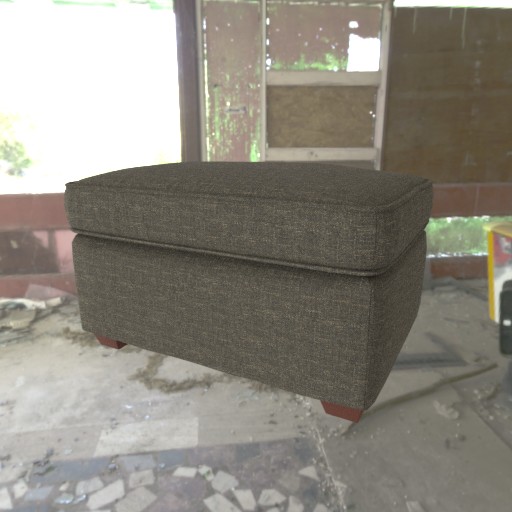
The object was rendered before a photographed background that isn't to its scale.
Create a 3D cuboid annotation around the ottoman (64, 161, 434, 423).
[{"bbox_3d":[0.000,0.000,1.096,0.749,0.450,0.549,8,18,27],"label":"ottoman"}]
